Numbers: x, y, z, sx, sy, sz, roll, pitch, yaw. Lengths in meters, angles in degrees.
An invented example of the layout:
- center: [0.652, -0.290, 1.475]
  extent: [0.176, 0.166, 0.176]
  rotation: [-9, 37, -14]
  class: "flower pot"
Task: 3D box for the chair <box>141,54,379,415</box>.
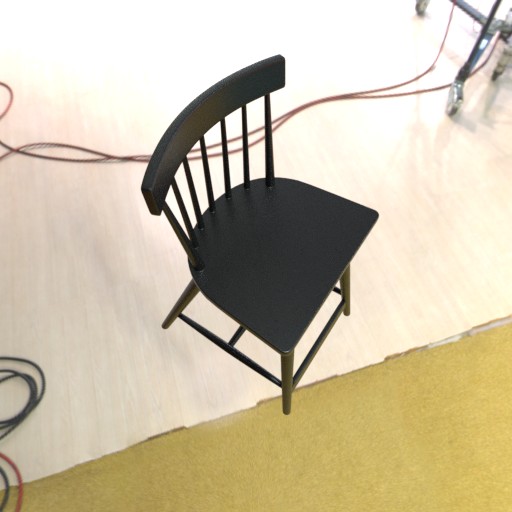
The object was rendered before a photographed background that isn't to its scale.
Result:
- center: [0.000, 0.000, 1.279]
  extent: [0.572, 0.952, 0.483]
  rotation: [30, 63, 17]
  class: "chair"
